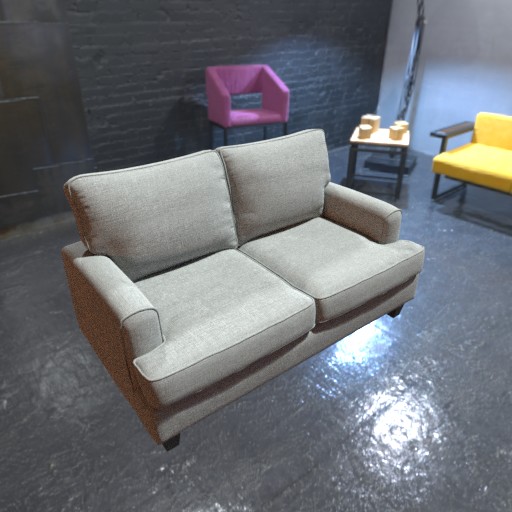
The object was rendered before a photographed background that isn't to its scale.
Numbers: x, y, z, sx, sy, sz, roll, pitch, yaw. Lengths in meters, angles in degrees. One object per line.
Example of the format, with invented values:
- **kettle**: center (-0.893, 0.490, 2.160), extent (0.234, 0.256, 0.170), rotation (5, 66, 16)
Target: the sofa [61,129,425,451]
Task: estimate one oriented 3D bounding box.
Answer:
- **sofa**: center (0.000, 0.000, 2.253), extent (1.651, 0.965, 0.965), rotation (-21, 35, -32)
